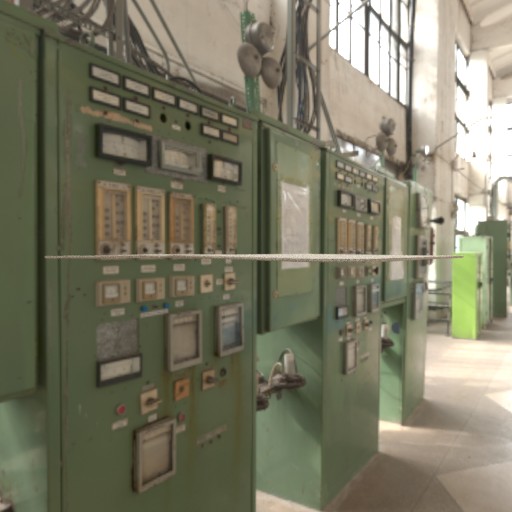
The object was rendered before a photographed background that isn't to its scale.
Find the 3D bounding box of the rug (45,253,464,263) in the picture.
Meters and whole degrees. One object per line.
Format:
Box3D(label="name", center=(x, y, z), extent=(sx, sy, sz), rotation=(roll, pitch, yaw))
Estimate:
Box3D(label="rug", center=(0.000, 0.000, 4.791), extent=(3.626, 0.051, 2.757), rotation=(0, 1, 36))
